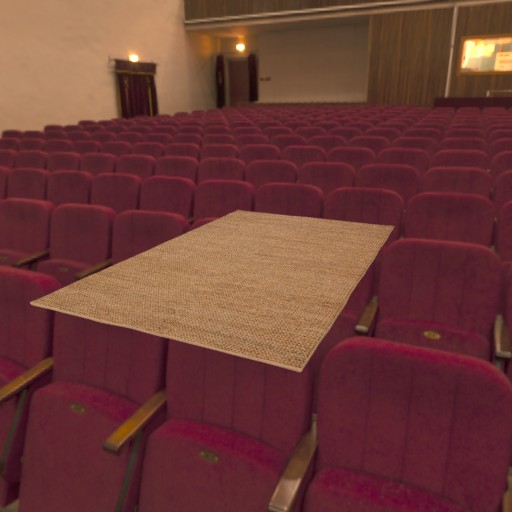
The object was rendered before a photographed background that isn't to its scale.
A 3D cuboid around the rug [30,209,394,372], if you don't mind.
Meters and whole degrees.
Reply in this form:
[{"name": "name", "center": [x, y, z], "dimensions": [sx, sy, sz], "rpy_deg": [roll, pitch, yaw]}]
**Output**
[{"name": "rug", "center": [0.000, 0.000, 3.094], "dimensions": [1.521, 0.034, 2.438], "rpy_deg": [8, 20, 23]}]
